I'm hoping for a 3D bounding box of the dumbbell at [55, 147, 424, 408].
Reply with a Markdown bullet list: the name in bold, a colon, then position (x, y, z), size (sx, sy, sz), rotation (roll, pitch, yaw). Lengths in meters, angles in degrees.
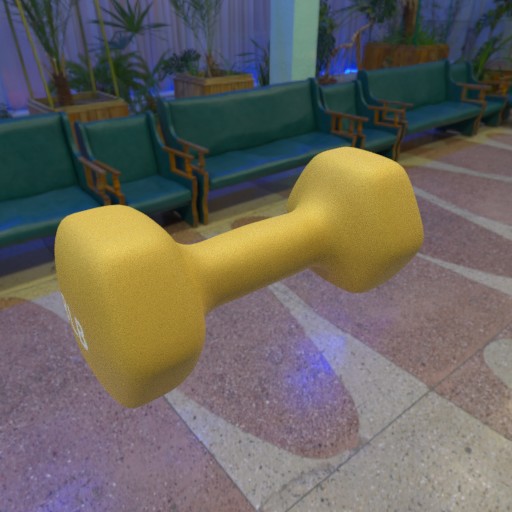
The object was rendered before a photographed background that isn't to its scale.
- **dumbbell**: position (0.000, 0.000, 0.234), size (0.190, 0.082, 0.090), rotation (-20, 36, -30)
